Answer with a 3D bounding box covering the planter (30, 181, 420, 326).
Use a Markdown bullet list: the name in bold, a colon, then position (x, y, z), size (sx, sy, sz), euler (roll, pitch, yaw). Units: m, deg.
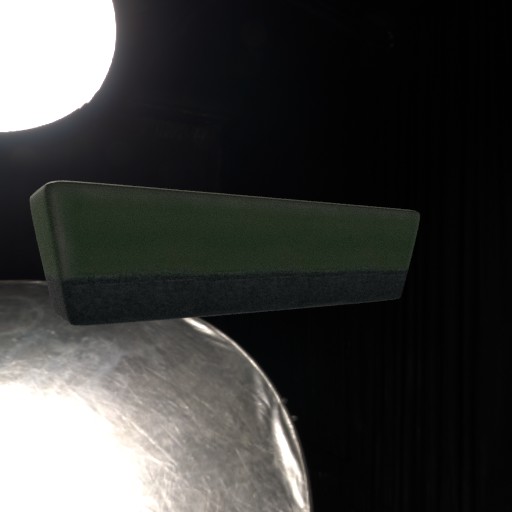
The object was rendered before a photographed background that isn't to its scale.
- **planter**: position (0.000, 0.000, 0.307), size (0.275, 0.072, 0.072), euler (0, 0, -34)
